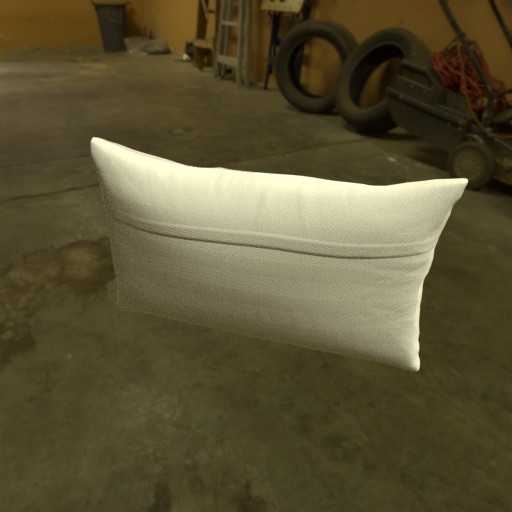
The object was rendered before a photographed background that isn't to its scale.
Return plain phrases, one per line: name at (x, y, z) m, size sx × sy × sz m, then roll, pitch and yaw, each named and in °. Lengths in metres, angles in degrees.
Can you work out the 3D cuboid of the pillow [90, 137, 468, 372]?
pillow at (0.000, 0.000, 0.643) m, size 0.506 × 0.305 × 0.139 m, roll 9°, pitch 32°, yaw 15°
